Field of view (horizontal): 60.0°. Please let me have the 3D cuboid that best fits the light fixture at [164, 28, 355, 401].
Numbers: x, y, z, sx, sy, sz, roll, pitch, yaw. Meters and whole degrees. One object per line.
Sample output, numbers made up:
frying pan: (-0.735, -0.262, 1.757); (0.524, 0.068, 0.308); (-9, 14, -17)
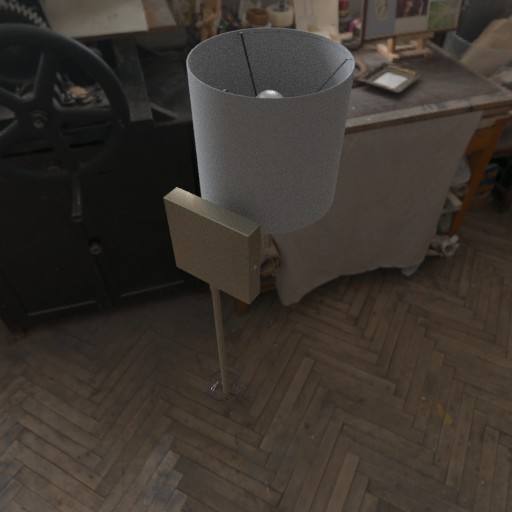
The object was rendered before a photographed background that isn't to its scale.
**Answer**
light fixture: (0.000, 0.000, 0.693); (0.188, 0.589, 0.248); (25, 51, 22)
